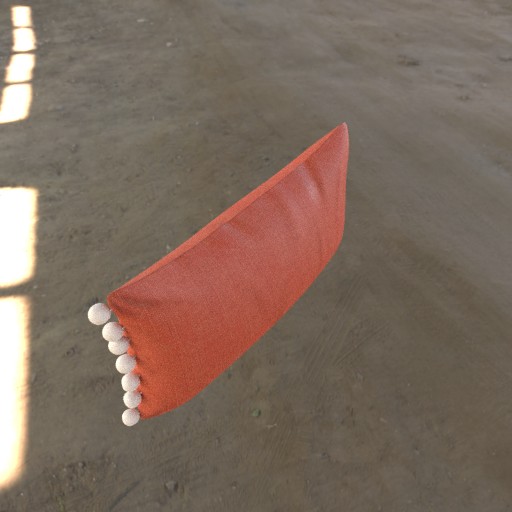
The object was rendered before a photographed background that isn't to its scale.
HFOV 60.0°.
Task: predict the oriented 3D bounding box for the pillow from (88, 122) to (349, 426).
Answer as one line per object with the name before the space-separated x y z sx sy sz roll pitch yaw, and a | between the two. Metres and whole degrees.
pillow | 0.000 0.000 0.872 0.201 0.322 0.709 26 47 27
